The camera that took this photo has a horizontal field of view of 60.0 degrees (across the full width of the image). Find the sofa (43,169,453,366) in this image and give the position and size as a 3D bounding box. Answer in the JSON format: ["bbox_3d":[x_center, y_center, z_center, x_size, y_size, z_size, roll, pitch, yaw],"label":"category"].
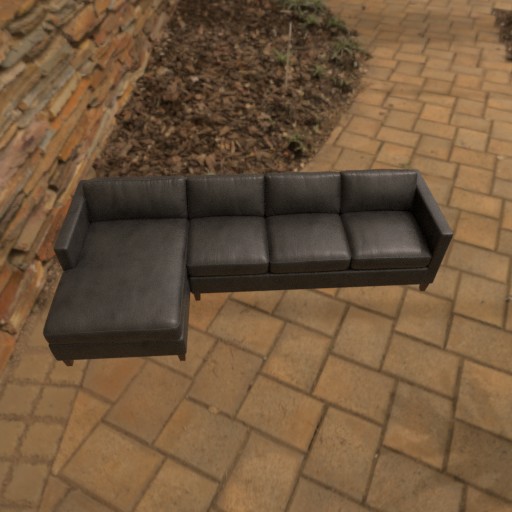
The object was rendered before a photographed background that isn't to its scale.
[{"bbox_3d":[0.000,0.000,3.828,3.203,0.883,1.581,-2,45,-2],"label":"sofa"}]
